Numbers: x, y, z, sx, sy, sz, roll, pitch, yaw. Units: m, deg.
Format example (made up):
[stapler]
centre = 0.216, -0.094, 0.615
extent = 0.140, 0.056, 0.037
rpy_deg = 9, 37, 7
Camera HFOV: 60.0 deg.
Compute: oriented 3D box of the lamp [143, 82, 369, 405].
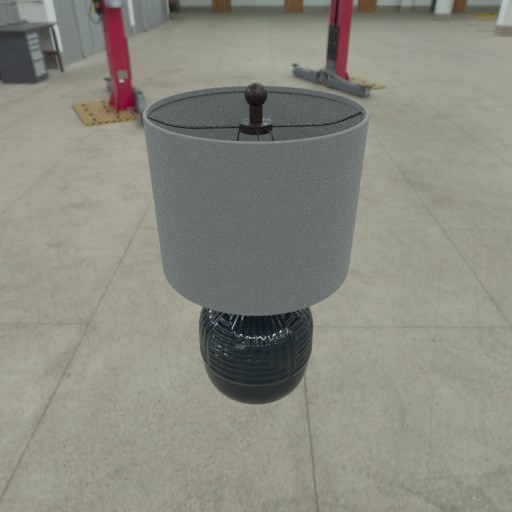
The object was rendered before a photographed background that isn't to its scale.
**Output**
[lamp]
centre = 0.000, 0.000, 0.766
extent = 0.318, 0.567, 0.318
rpy_deg = 0, 32, 0
